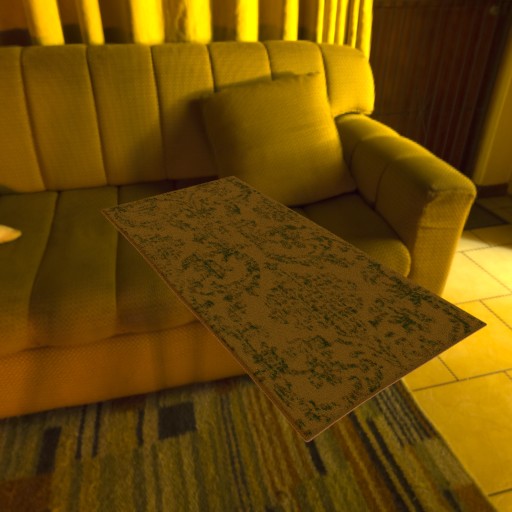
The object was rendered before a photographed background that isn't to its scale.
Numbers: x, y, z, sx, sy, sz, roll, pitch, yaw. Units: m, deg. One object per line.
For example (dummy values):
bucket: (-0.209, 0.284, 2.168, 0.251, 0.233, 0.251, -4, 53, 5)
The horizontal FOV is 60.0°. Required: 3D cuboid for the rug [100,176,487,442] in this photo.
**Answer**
rug: (0.000, 0.000, 1.417, 0.605, 0.007, 1.220, -20, 38, -29)
